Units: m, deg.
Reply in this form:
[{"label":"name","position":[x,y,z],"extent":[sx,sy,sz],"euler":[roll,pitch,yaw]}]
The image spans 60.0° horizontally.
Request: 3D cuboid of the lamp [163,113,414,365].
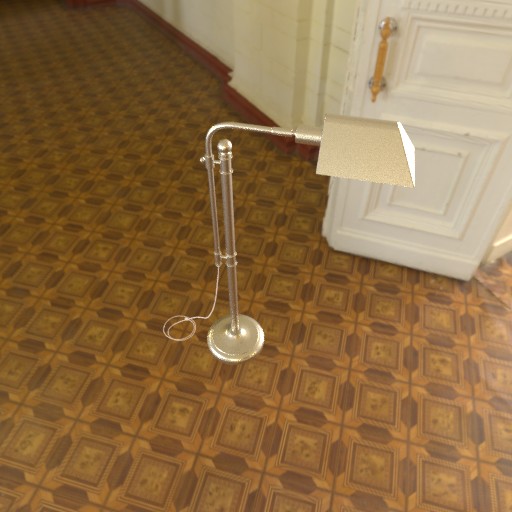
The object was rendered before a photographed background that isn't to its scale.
[{"label":"lamp","position":[0.000,0.000,0.985],"extent":[0.546,0.708,0.159],"euler":[11,47,10]}]
